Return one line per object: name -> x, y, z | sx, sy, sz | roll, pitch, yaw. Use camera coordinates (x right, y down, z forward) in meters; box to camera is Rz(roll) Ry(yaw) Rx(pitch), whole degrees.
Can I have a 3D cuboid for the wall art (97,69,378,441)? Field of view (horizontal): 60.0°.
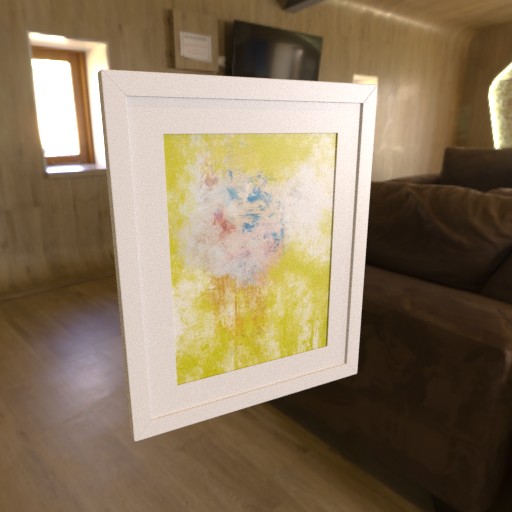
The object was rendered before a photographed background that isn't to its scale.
wall art -> 0.000, 0.000, 0.746 | 0.454, 0.556, 0.028 | -8, 18, -26
